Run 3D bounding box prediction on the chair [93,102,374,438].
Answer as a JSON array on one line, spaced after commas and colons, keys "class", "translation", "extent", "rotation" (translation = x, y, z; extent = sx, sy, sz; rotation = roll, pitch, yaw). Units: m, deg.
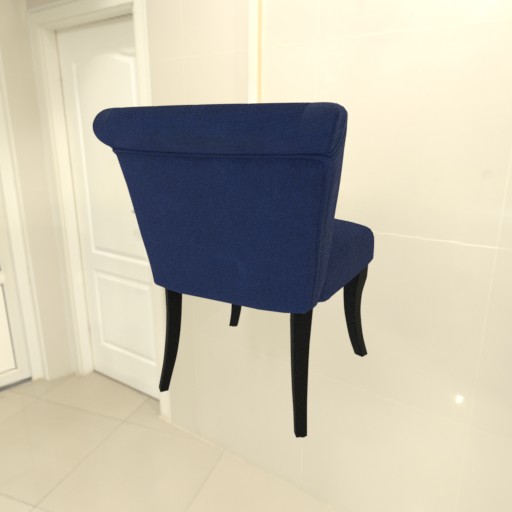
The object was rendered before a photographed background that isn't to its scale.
[{"class": "chair", "translation": [0.000, 0.000, 1.195], "extent": [0.585, 0.753, 0.606], "rotation": [8, 18, 27]}]
